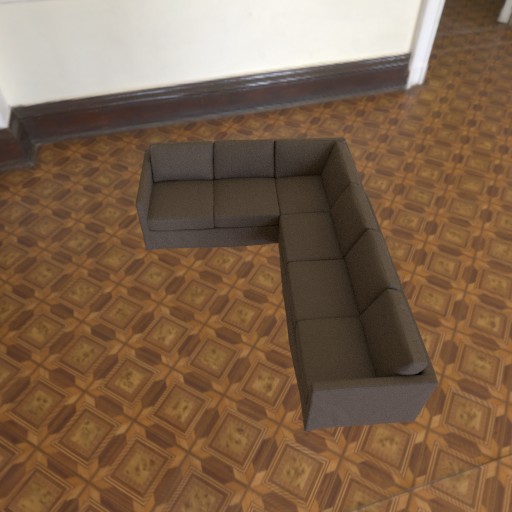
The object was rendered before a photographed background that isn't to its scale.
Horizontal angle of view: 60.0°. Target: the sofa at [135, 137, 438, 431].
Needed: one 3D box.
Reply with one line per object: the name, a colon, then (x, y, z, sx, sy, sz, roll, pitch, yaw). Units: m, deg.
sofa: (0.000, 0.000, 4.385, 2.432, 0.871, 3.182, -3, 47, -3)
